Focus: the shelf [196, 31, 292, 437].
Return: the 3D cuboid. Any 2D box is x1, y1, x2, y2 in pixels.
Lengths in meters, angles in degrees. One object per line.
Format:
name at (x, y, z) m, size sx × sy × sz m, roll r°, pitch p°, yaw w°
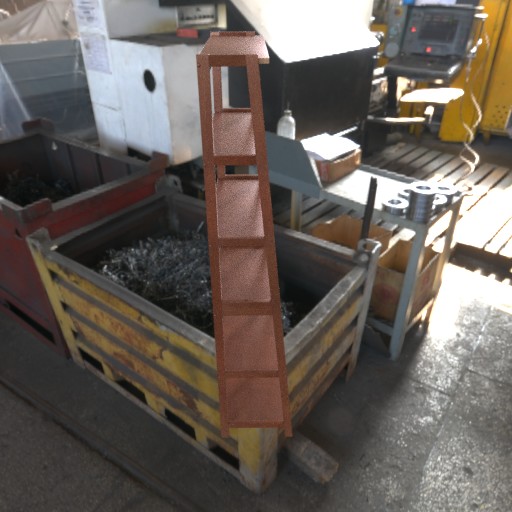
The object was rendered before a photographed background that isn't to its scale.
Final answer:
shelf at (0.000, 0.000, 2.155) m, size 0.382 × 1.892 × 0.660 m, roll -1°, pitch 32°, yaw -1°
